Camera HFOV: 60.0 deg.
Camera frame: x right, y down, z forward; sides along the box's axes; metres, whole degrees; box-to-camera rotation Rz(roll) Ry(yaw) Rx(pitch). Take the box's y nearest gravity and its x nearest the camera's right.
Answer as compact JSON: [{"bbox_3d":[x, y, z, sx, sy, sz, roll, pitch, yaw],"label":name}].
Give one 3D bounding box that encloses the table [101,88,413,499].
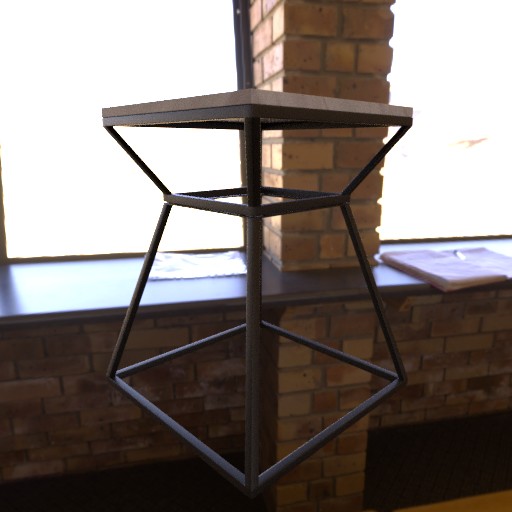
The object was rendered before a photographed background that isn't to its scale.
[{"bbox_3d":[0.000,0.000,0.877,0.455,0.559,0.455,-13,19,-42],"label":"table"}]
